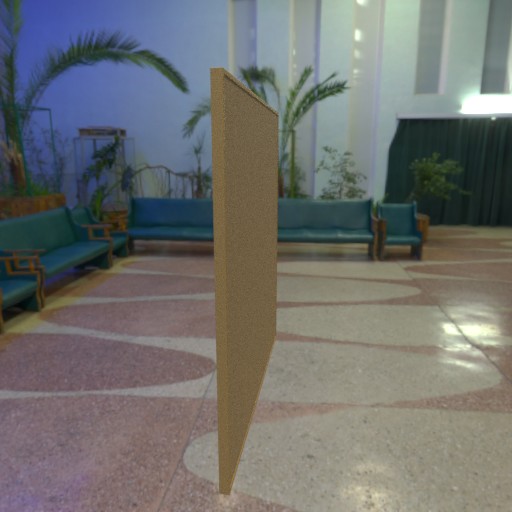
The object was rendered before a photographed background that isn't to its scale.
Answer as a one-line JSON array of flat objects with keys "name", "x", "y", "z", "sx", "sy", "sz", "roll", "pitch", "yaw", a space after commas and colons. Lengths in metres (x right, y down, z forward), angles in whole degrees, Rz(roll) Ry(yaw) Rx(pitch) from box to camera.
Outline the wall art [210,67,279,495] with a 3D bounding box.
[{"name": "wall art", "x": 0.000, "y": 0.000, "z": 0.674, "sx": 0.013, "sy": 0.455, "sz": 0.457, "roll": 2, "pitch": 13, "yaw": 9}]
